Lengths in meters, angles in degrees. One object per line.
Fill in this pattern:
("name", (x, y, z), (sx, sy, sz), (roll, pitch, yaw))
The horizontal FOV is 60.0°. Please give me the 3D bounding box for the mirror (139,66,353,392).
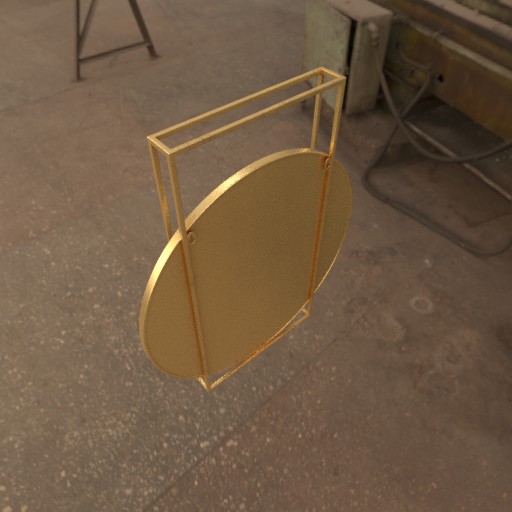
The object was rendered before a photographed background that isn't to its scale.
("mirror", (0.000, 0.000, 0.826), (0.508, 0.603, 0.051), (-32, 54, -27))
